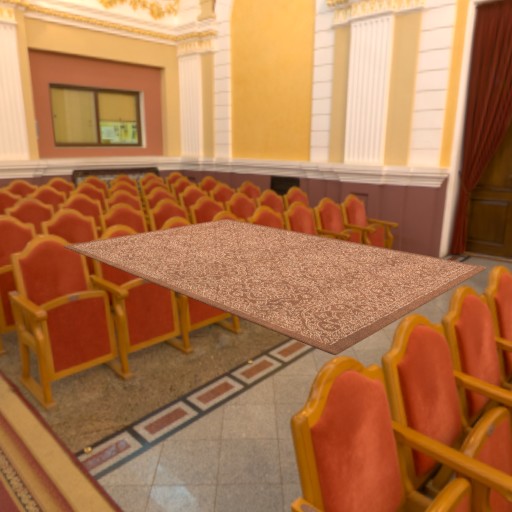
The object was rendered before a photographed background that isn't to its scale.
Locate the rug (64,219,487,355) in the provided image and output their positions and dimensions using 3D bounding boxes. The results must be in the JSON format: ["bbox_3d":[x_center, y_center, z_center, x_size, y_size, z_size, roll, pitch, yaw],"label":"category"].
[{"bbox_3d":[0.000,0.000,2.837,2.286,0.011,1.524,14,20,43],"label":"rug"}]
